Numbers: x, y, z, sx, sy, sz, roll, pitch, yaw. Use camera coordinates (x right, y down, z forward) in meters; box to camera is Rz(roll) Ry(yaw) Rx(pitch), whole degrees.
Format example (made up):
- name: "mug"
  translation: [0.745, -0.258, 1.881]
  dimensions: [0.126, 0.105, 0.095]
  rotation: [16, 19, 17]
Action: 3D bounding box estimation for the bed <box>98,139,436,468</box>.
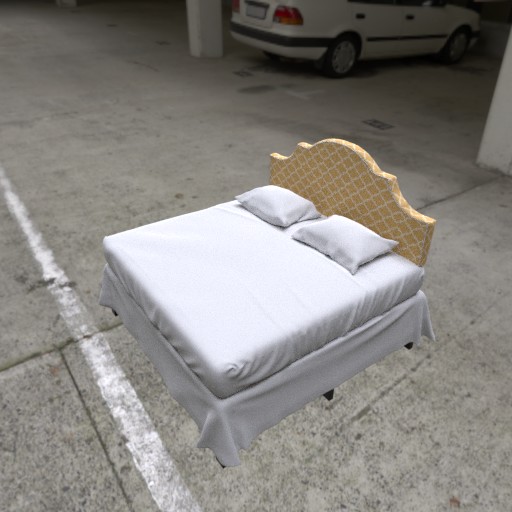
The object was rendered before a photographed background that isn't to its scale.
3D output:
- name: "bed"
  translation: [0.000, 0.000, 3.715]
  dimensions: [2.222, 1.601, 2.314]
  rotation: [-20, 37, -30]
